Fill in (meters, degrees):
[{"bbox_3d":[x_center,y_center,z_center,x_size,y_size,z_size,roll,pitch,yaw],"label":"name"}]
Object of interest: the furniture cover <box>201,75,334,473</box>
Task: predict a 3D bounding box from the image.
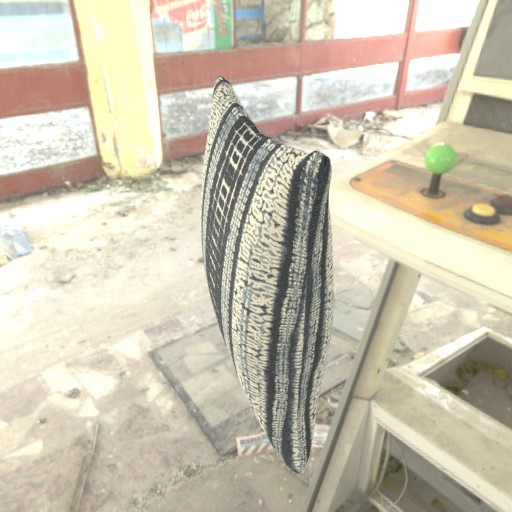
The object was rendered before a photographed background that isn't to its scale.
[{"bbox_3d":[0.000,0.000,0.650,0.133,0.435,0.425,-8,32,-13],"label":"furniture cover"}]
